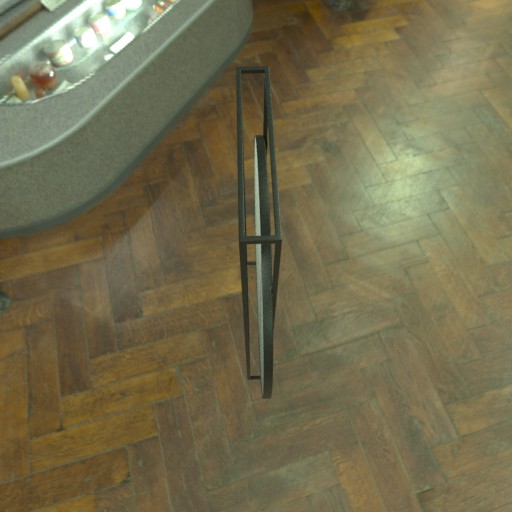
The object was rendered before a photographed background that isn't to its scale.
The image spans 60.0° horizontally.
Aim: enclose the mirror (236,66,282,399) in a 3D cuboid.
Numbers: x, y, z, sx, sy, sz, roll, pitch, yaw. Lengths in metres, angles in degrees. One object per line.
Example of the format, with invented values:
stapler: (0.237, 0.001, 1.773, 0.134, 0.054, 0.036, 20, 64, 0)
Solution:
mirror: (0.000, 0.000, 0.855, 0.051, 0.603, 0.508, -2, 59, -1)
